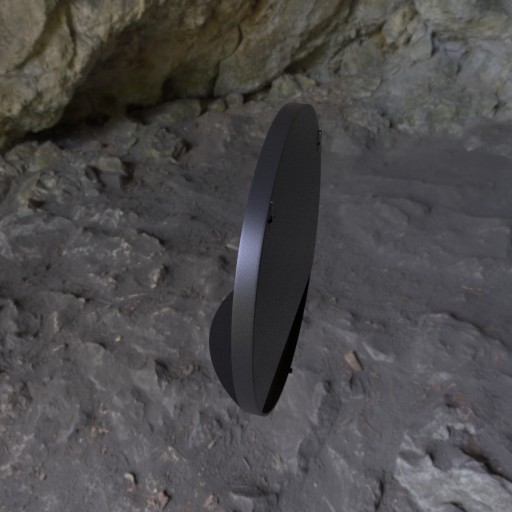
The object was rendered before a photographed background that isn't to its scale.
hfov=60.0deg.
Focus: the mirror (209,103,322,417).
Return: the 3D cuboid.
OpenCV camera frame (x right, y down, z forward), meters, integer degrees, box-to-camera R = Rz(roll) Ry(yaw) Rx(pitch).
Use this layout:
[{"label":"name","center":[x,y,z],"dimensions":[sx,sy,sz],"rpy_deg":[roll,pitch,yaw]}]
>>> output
[{"label":"mirror","center":[0.000,0.000,0.693],"dimensions":[0.133,0.457,0.457],"rpy_deg":[8,30,14]}]
